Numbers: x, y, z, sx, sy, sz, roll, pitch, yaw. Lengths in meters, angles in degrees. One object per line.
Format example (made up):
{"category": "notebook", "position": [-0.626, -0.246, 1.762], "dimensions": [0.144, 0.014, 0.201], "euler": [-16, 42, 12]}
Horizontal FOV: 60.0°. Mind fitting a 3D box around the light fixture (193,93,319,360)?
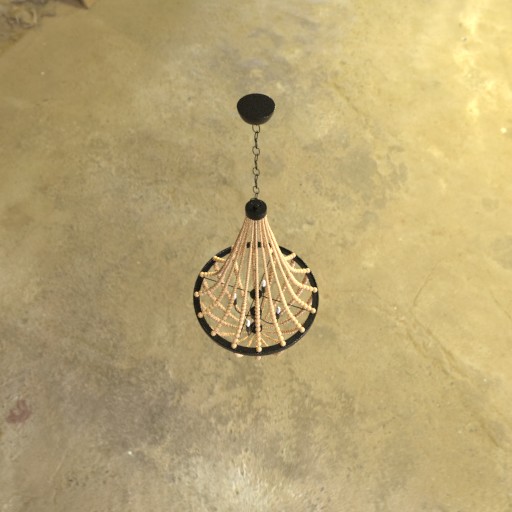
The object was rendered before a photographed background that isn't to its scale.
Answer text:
{"category": "light fixture", "position": [0.000, 0.000, 1.375], "dimensions": [0.450, 1.133, 0.450], "euler": [0, 58, 0]}
